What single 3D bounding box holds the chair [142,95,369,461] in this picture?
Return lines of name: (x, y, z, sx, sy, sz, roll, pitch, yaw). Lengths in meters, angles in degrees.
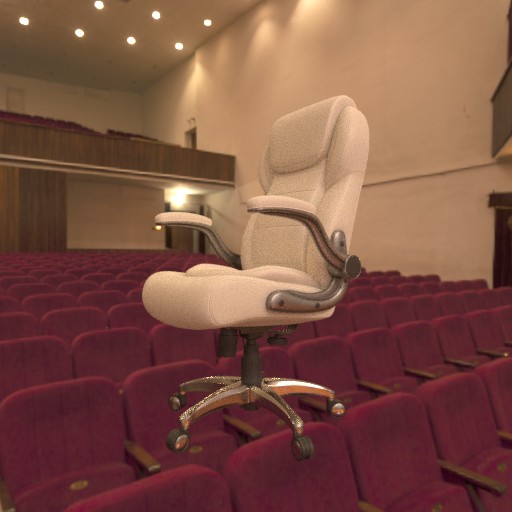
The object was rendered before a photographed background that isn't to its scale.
chair: (0.000, 0.000, 1.762, 0.806, 1.330, 0.755, 0, 0, -37)
